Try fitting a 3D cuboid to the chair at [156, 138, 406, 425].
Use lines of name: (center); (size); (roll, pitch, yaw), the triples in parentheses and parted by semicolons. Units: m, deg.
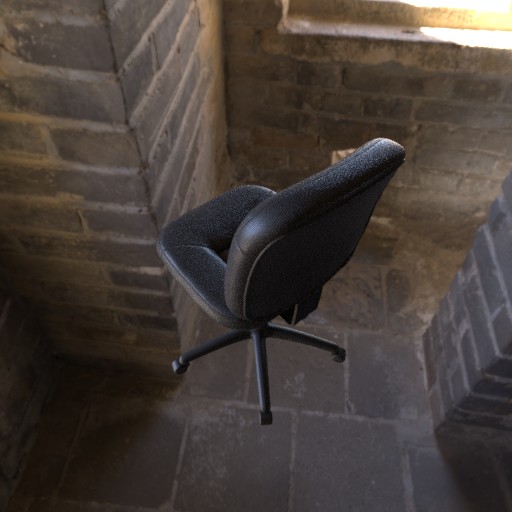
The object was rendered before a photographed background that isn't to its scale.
chair: (0.000, 0.000, 1.375); (0.647, 0.959, 0.646); (-32, 55, -26)
